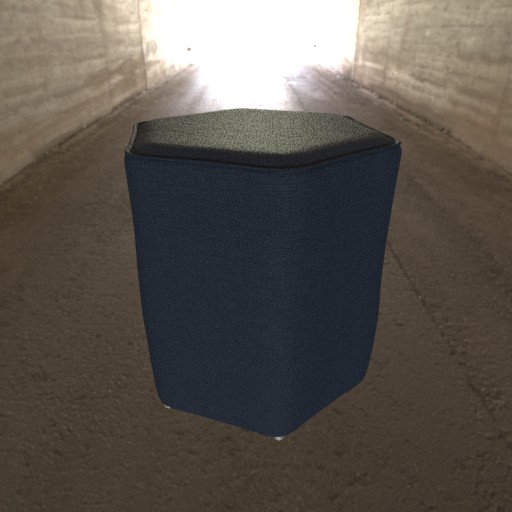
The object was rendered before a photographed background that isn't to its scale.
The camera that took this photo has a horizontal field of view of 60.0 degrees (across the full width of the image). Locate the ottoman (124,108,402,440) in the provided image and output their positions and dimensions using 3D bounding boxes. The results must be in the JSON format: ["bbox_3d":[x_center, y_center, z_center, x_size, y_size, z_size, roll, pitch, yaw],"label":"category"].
[{"bbox_3d":[0.000,0.000,0.879,0.492,0.505,0.454,-18,32,-32],"label":"ottoman"}]
